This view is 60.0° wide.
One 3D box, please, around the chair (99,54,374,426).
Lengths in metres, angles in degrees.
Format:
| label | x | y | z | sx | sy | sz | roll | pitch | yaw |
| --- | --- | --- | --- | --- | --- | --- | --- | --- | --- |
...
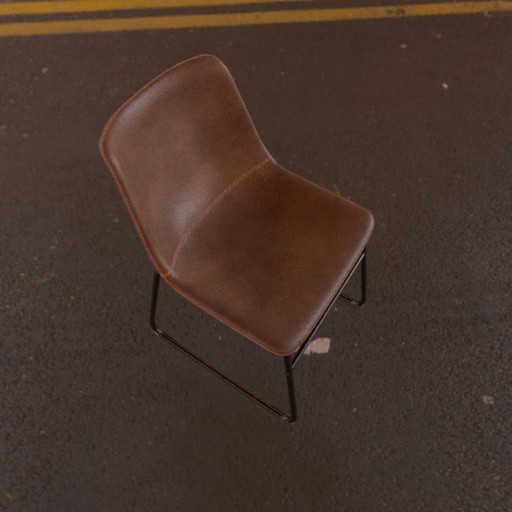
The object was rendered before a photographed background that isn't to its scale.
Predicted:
| label | x | y | z | sx | sy | sz | roll | pitch | yaw |
| --- | --- | --- | --- | --- | --- | --- | --- | --- | --- |
| chair | 0.000 | 0.000 | 1.120 | 0.551 | 0.780 | 0.460 | 29 | 63 | 17 |
